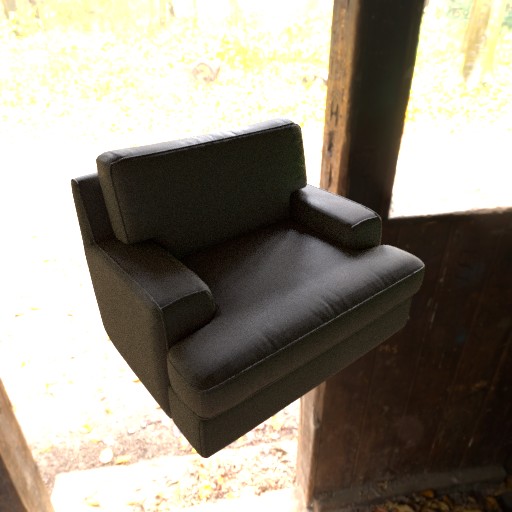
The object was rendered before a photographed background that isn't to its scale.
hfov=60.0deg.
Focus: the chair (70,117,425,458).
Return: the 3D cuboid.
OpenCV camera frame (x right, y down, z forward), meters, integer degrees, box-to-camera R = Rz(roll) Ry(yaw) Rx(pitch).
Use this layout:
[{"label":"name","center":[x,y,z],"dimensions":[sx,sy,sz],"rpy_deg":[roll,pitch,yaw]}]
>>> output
[{"label":"chair","center":[0.000,0.000,2.007],"dimensions":[1.270,0.974,1.043],"rpy_deg":[-22,37,-33]}]
